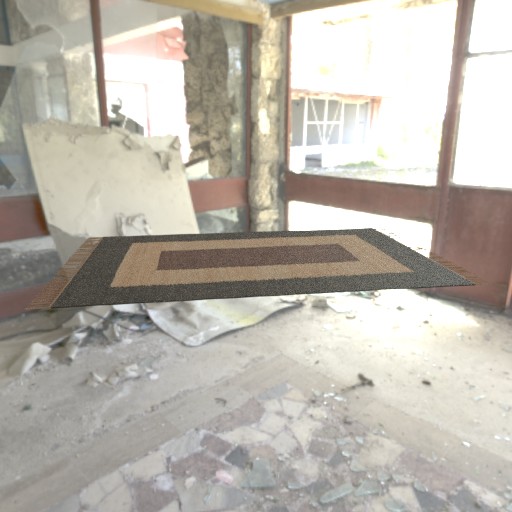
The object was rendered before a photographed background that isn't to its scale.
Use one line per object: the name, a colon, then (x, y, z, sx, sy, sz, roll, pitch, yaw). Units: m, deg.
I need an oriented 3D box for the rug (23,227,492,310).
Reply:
rug: (0.000, 0.000, 1.856, 1.541, 0.013, 0.920, -2, 16, -8)
